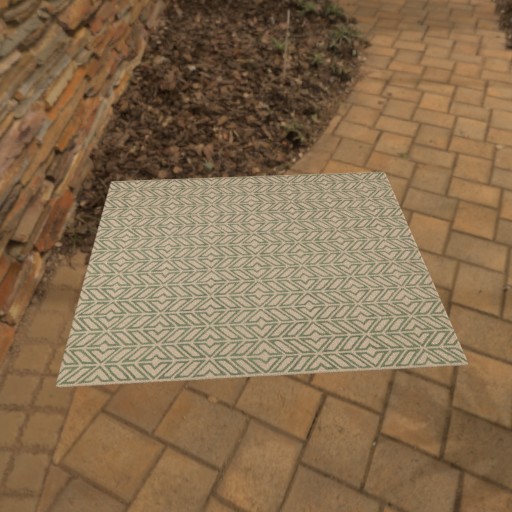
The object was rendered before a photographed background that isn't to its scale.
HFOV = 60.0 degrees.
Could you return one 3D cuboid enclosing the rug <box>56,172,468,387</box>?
[{"bbox_3d":[0.000,0.000,4.098,3.050,0.017,2.441,-2,46,-2],"label":"rug"}]
